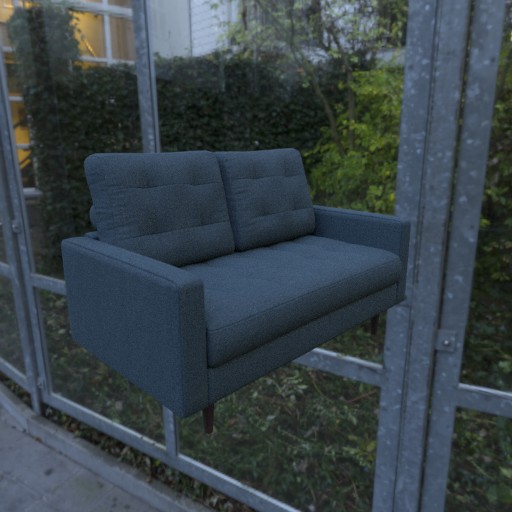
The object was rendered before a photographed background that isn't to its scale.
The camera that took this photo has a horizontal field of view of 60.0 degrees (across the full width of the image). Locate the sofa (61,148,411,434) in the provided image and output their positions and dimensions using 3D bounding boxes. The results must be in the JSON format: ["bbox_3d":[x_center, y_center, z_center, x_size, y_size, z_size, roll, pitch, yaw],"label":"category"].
[{"bbox_3d":[0.000,0.000,1.978,0.842,0.907,1.407,14,21,43],"label":"sofa"}]
